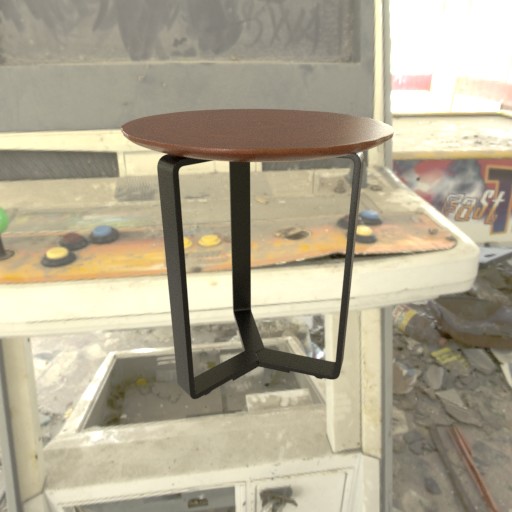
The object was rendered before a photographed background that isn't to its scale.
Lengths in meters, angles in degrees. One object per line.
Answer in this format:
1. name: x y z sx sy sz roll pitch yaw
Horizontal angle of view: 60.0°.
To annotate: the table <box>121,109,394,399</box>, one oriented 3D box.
1. table: 0.000 0.000 0.779 0.410 0.450 0.380 8 26 17
